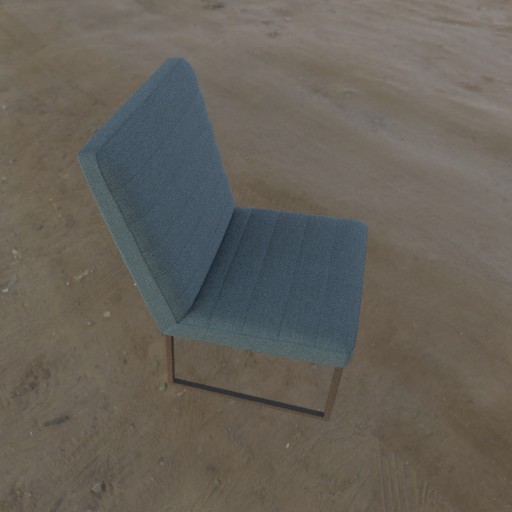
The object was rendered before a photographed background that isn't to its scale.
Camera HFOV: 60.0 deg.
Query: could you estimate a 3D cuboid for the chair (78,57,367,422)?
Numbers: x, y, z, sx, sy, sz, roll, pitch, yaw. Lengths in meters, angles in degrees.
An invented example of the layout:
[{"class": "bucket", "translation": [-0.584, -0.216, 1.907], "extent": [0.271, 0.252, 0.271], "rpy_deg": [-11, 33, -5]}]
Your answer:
[{"class": "chair", "translation": [0.000, 0.000, 1.310], "extent": [0.634, 0.930, 0.520], "rpy_deg": [10, 46, 10]}]
